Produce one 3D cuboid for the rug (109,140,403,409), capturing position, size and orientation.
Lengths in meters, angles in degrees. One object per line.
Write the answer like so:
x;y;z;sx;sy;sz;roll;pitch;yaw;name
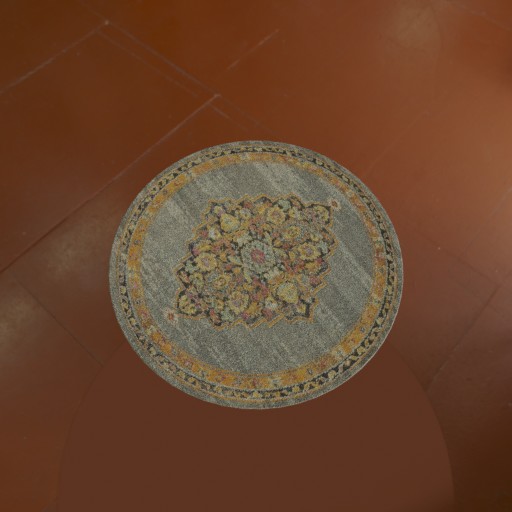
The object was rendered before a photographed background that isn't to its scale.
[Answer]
0.000;0.000;2.431;1.598;0.010;1.598;0;65;0;rug
